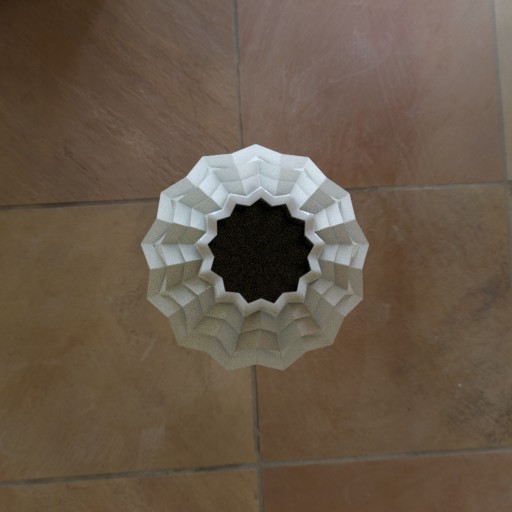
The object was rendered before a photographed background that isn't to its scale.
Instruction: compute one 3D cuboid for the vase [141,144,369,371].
[{"bbox_3d":[0.000,0.000,0.309,0.164,0.185,0.164,0,88,-2],"label":"vase"}]
